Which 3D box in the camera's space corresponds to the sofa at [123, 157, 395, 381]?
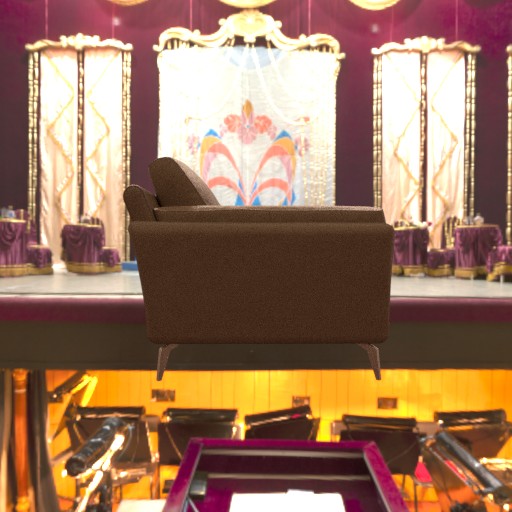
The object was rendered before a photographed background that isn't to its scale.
[{"bbox_3d":[0.000,0.000,2.702,1.049,0.930,2.101,0,1,-1],"label":"sofa"}]
